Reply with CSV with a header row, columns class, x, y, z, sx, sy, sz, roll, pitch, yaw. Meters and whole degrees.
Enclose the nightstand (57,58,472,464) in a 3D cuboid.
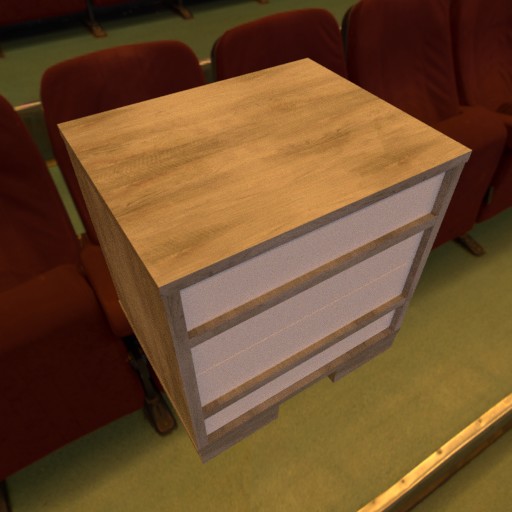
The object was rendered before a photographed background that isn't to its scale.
class,x,y,z,sx,sy,sz,roll,pitch,yaw
nightstand,0.000,0.000,0.742,0.427,0.448,0.347,-24,50,-22
